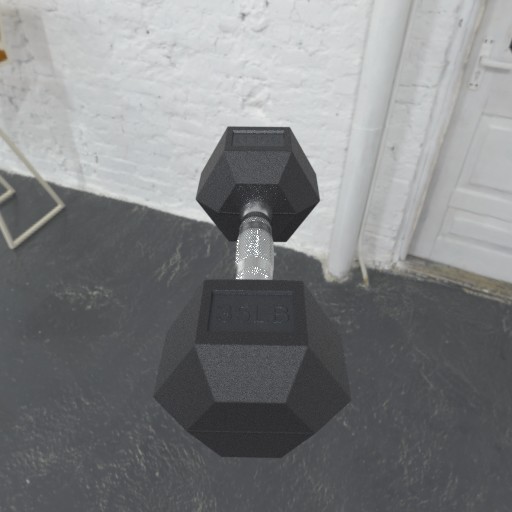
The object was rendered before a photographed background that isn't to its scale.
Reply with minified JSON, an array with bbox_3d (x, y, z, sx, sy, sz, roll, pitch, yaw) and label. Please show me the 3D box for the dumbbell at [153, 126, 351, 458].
[{"bbox_3d":[0.000,0.000,0.429,0.141,0.123,0.356,1,41,1],"label":"dumbbell"}]
